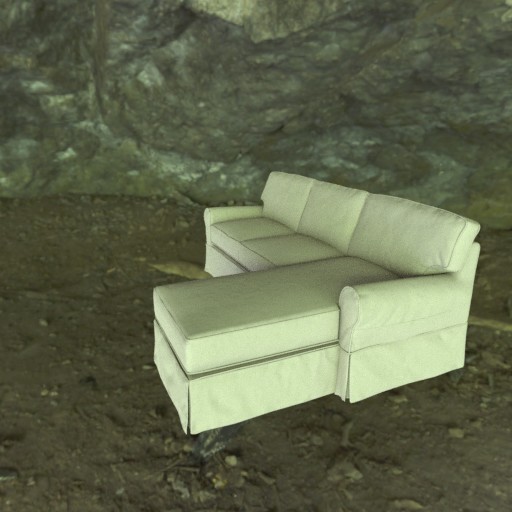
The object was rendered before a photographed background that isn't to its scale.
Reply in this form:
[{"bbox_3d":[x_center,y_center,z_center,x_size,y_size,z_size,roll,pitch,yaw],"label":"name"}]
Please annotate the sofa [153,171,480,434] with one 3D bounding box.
[{"bbox_3d":[0.000,0.000,3.276,1.733,0.978,2.475,-8,19,-23],"label":"sofa"}]
